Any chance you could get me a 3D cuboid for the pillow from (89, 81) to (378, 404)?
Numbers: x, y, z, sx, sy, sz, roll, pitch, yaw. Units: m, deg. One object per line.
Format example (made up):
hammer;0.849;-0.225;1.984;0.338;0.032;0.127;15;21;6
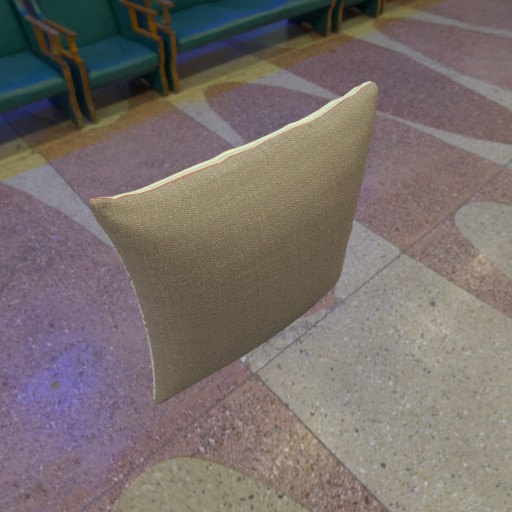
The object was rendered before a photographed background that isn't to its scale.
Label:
pillow;0.000;0.000;0.812;0.521;0.519;0.215;-31;54;-26
